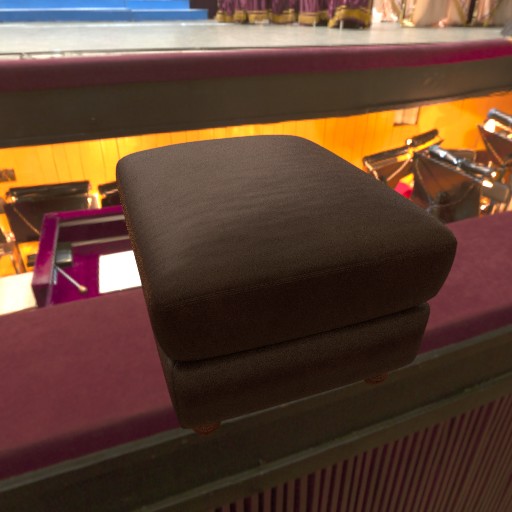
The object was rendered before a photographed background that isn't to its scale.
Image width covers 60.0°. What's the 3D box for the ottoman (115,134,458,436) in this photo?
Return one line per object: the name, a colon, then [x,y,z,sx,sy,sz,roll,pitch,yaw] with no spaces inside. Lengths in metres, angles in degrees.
ottoman: [0.000,0.000,1.259,0.670,0.569,0.806,-10,32,-17]
